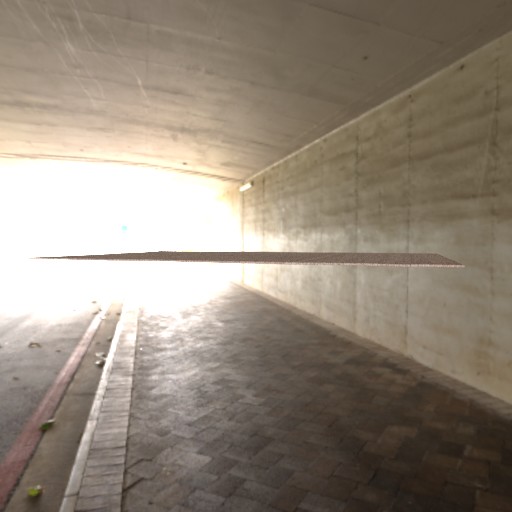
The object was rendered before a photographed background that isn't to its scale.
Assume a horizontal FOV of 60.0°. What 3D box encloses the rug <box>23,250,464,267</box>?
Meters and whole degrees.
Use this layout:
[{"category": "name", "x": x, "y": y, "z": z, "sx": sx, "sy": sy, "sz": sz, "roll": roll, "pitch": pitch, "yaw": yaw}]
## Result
[{"category": "rug", "x": 0.000, "y": 0.000, "z": 2.319, "sx": 1.840, "sy": 0.013, "sz": 1.225, "roll": 1, "pitch": 2, "yaw": 18}]
